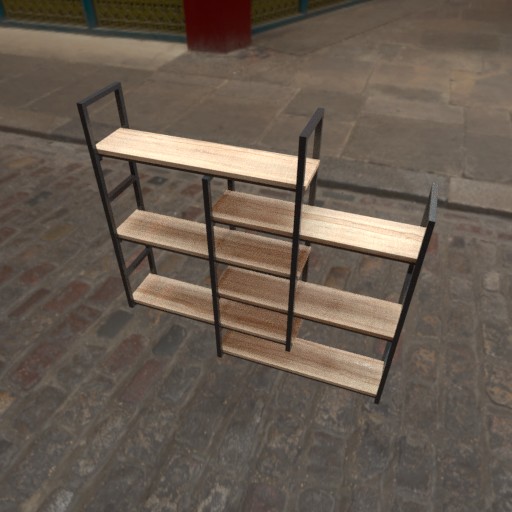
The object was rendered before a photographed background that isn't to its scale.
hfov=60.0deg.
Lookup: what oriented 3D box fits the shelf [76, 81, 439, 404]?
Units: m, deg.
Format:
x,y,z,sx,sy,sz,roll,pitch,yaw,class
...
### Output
x,y,z,sx,sy,sz,roll,pitch,yaw,class
0.000,0.000,1.399,0.946,0.921,0.183,13,41,15,shelf
